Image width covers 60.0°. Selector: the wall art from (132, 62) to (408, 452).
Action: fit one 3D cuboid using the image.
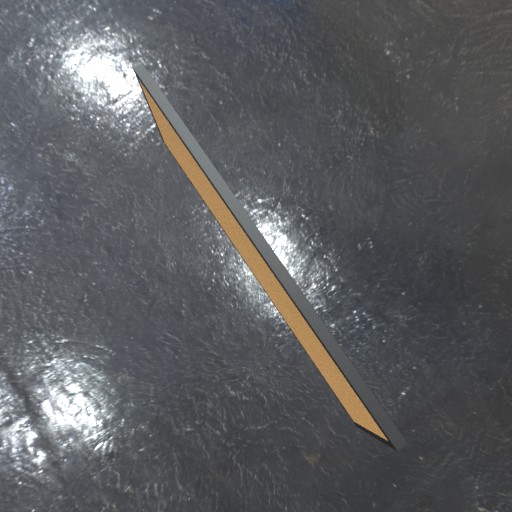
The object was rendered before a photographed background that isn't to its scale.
[{"bbox_3d":[0.000,0.000,1.738,0.041,0.554,1.572,-33,78,-8],"label":"wall art"}]
